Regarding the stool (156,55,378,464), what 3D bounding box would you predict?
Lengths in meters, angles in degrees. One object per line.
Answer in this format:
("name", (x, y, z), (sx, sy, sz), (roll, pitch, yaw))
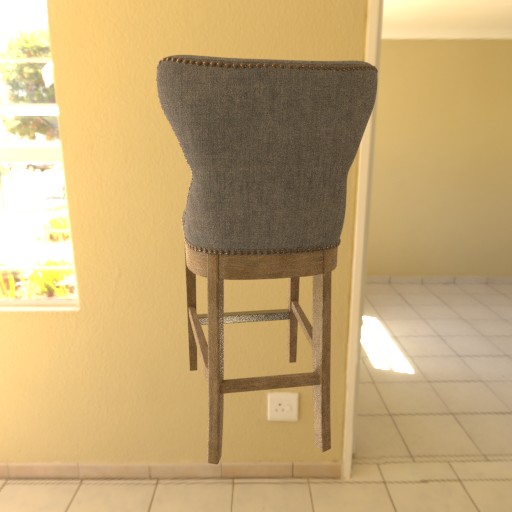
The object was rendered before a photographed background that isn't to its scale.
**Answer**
("stool", (0.000, 0.000, 1.276), (0.498, 0.981, 0.608), (-2, 14, -9))
